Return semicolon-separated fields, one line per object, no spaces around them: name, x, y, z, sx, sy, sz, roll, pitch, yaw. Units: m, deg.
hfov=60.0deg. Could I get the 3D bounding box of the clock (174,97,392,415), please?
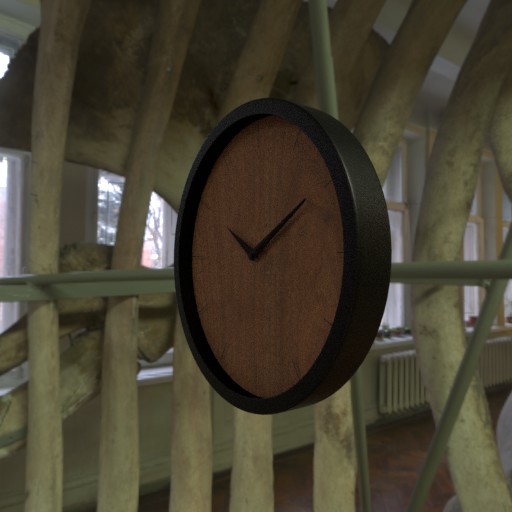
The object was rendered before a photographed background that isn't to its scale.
clock;0.000;0.000;0.466;0.040;0.314;0.314;1;-2;-36
